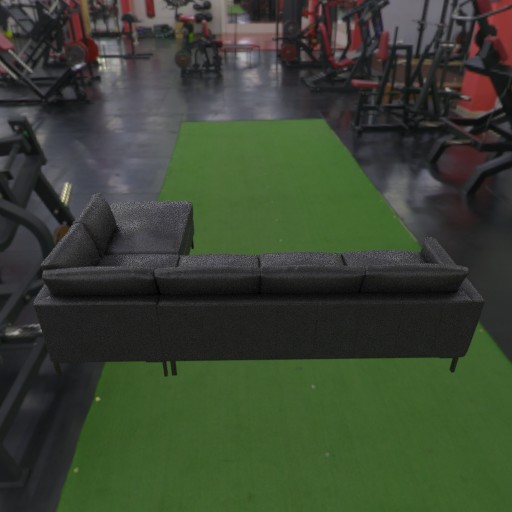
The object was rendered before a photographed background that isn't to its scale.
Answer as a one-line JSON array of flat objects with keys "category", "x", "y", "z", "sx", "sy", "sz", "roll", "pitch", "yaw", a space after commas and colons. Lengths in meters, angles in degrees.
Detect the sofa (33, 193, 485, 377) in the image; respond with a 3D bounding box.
[{"category": "sofa", "x": 0.000, "y": 0.000, "z": 3.800, "sx": 2.984, "sy": 0.877, "sz": 1.938, "roll": -1, "pitch": 31, "yaw": -1}]
